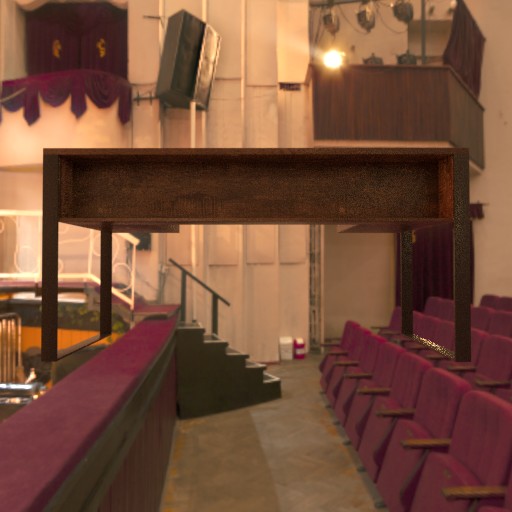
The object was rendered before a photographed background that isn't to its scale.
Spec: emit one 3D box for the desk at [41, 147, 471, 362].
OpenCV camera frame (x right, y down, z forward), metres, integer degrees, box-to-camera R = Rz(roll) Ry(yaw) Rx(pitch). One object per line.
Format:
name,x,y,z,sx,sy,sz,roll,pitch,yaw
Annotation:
desk,0.000,0.000,1.877,1.524,0.762,0.599,0,-1,0
